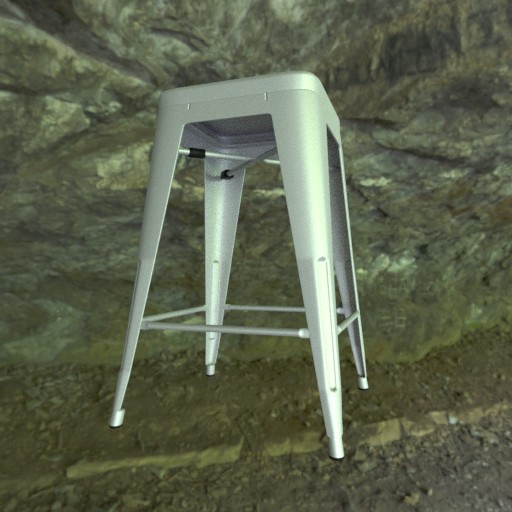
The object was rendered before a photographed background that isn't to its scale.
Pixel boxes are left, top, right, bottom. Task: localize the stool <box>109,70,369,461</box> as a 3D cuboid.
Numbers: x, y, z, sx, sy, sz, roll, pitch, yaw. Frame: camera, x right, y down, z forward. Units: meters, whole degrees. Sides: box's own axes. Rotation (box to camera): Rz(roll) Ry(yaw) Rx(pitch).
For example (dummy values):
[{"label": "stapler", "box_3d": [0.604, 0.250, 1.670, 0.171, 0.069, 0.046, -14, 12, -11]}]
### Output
[{"label": "stool", "box_3d": [0.000, 0.000, 0.905, 0.410, 0.608, 0.410, 0, -1, 19]}]
